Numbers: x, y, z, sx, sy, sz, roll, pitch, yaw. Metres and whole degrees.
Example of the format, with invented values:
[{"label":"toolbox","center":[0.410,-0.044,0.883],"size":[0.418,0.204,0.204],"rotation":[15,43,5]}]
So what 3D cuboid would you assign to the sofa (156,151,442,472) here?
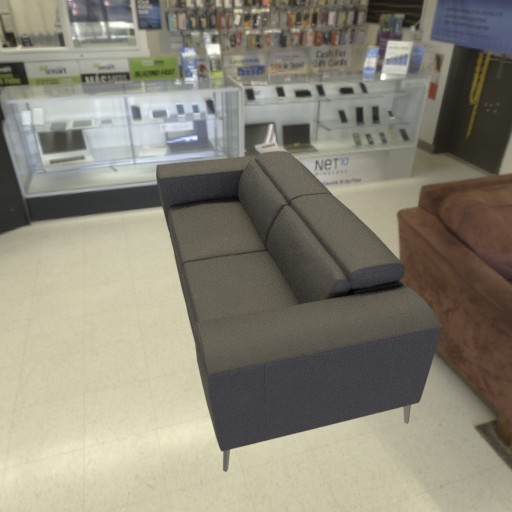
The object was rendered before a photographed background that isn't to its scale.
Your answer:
[{"label":"sofa","center":[0.000,0.000,2.845],"size":[1.048,0.814,2.330],"rotation":[-8,33,-13]}]
